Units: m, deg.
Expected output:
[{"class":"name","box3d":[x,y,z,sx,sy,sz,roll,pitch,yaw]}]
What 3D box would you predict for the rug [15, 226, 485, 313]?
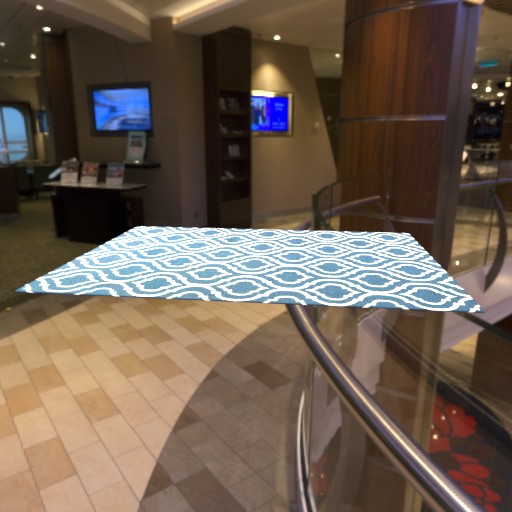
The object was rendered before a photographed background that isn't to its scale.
[{"class":"rug","box3d":[0.000,0.000,4.287,3.353,0.010,2.438,2,15,7]}]
